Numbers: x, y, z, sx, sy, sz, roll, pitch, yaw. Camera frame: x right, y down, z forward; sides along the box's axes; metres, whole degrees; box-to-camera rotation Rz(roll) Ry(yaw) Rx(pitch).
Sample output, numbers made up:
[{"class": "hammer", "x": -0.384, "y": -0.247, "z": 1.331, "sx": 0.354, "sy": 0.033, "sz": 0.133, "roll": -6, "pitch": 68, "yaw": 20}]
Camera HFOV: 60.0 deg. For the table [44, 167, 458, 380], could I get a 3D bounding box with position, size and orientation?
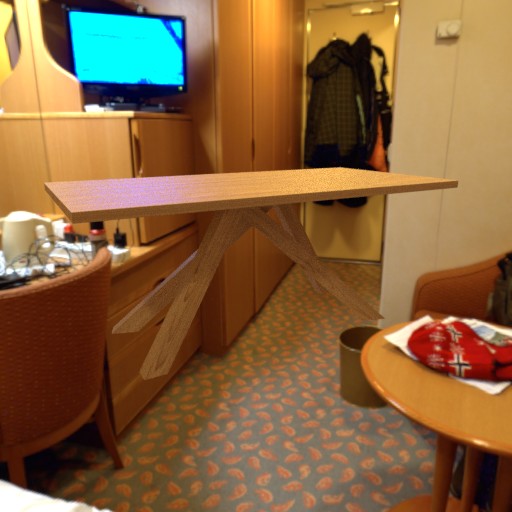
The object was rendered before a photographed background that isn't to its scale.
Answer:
[{"class": "table", "x": 0.000, "y": 0.000, "z": 2.250, "sx": 1.797, "sy": 0.750, "sz": 0.901, "roll": -9, "pitch": 18, "yaw": -28}]
